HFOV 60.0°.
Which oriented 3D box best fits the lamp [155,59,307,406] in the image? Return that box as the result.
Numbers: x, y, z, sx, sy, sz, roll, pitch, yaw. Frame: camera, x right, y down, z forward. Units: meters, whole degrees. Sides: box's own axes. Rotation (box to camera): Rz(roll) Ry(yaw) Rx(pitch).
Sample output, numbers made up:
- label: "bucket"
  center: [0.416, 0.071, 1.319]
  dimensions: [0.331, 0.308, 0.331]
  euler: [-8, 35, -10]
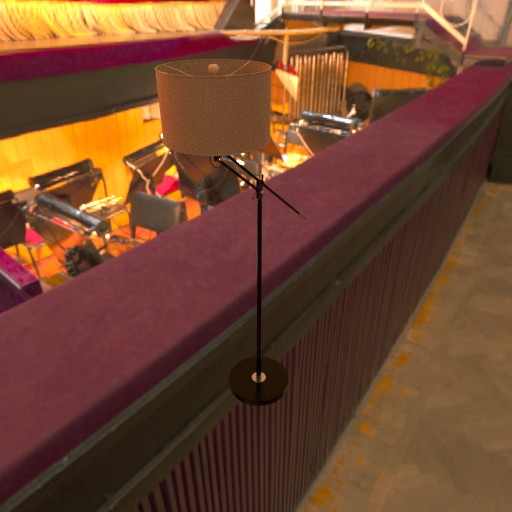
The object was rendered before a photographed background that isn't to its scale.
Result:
- label: "lamp"
  center: [0.000, 0.000, 1.989]
  dimensions: [0.373, 1.635, 0.809]
  euler: [23, 38, 33]
